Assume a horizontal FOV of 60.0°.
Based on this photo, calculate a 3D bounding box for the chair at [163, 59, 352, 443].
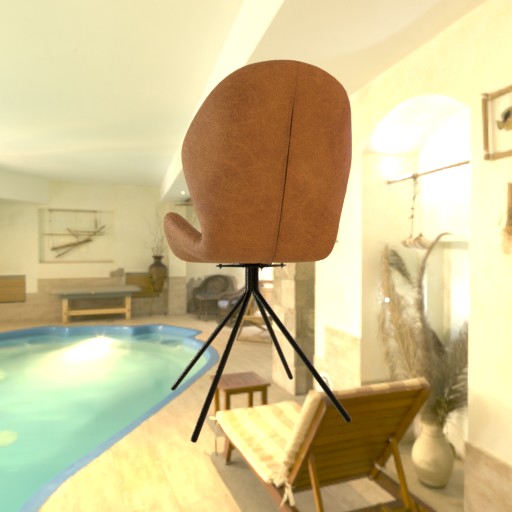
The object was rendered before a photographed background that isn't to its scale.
[{"bbox_3d":[0.000,0.000,1.332,0.527,0.929,0.640,0,1,-17],"label":"chair"}]
